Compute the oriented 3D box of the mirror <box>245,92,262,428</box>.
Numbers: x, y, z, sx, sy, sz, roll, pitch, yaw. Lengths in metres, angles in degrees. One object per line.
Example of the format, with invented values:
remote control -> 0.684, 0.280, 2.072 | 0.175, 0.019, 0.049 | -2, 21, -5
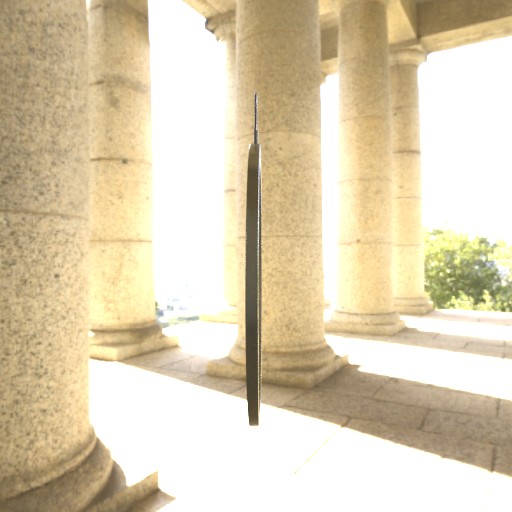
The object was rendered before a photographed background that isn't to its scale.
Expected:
mirror -> 0.000, 0.000, 0.974 | 0.020, 0.713, 0.594 | 0, 0, 1
